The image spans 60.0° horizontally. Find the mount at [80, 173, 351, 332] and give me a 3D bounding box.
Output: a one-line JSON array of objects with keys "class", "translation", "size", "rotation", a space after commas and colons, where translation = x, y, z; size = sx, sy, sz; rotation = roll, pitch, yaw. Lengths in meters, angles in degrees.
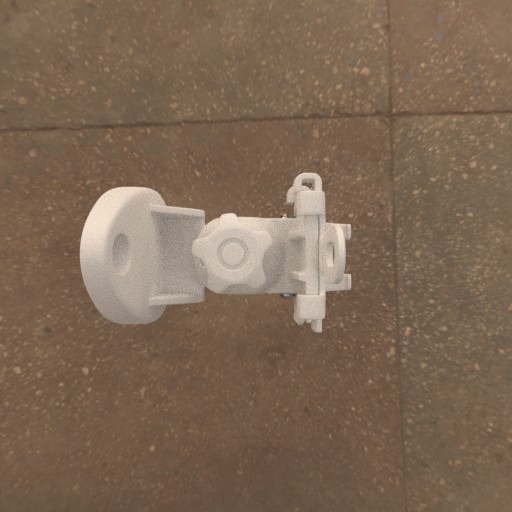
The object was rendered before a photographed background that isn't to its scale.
[{"class": "mount", "translation": [0.000, 0.000, 0.178], "size": [0.100, 0.118, 0.066], "rotation": [0, 89, -1]}]
